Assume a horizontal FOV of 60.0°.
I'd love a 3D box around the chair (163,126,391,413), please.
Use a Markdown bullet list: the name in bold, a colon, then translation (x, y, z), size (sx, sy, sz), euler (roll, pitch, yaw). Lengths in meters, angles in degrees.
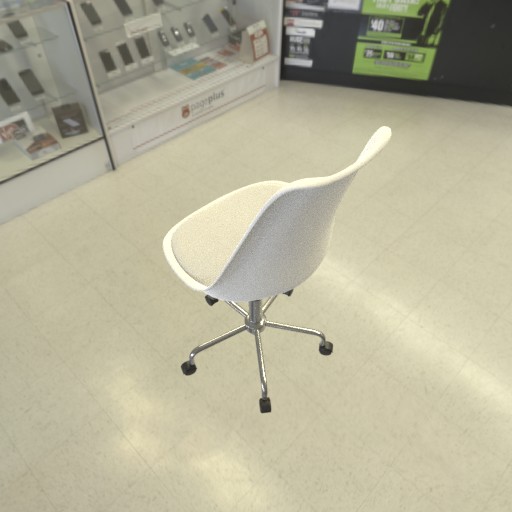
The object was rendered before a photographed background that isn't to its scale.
- **chair**: translation (0.000, 0.000, 1.278), size (0.550, 0.930, 0.550), euler (-34, 56, -28)
